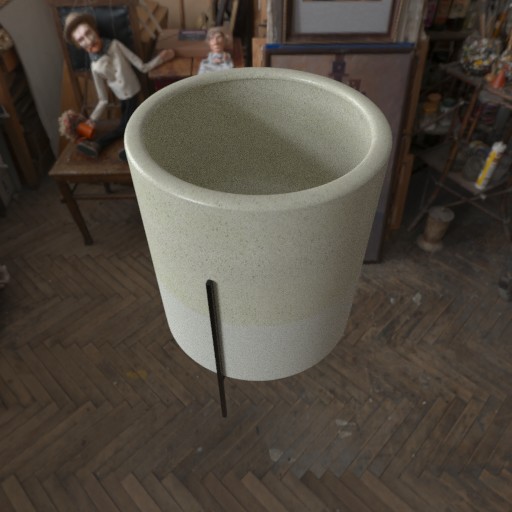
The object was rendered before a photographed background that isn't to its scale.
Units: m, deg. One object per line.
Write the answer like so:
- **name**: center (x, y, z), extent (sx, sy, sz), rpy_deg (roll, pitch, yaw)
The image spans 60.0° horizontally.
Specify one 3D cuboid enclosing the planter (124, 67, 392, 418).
- **planter**: center (0.000, 0.000, 0.719), extent (0.324, 0.483, 0.333), rpy_deg (-31, 54, -26)
